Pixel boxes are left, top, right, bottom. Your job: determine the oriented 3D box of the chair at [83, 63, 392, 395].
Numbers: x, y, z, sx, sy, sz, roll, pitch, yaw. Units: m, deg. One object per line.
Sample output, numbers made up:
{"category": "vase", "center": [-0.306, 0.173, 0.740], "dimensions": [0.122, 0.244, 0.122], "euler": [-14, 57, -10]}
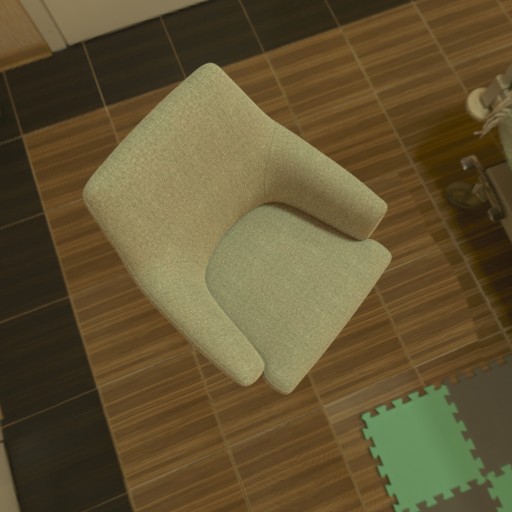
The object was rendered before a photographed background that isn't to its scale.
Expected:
{"category": "chair", "center": [0.000, 0.000, 1.358], "dimensions": [0.677, 0.874, 0.642], "euler": [38, 79, 9]}
